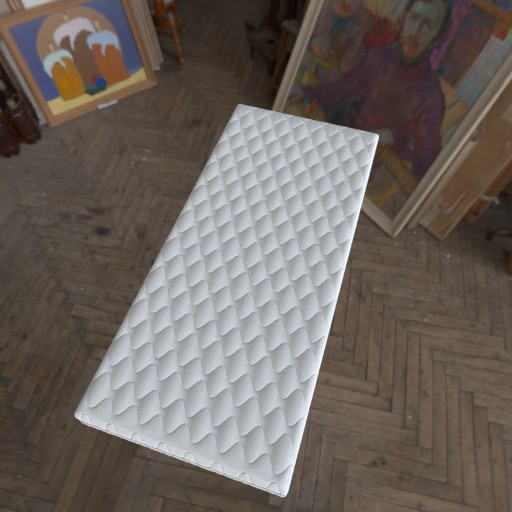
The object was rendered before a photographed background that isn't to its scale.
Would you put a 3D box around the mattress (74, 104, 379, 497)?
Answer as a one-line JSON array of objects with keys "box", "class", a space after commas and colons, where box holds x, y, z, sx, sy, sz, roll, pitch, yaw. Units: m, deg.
[{"box": [0.000, 0.000, 2.273, 0.900, 0.200, 2.000, 15, 59, 10], "class": "mattress"}]
